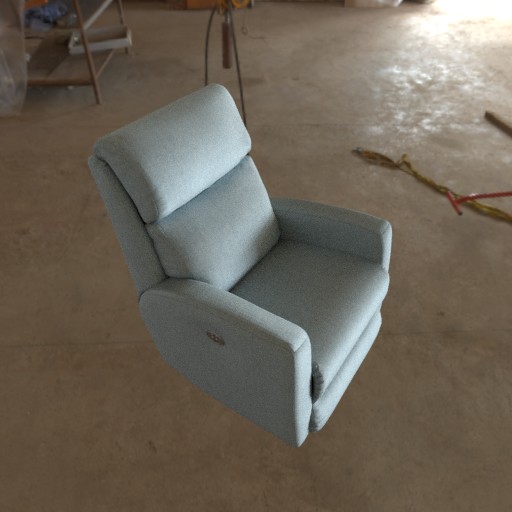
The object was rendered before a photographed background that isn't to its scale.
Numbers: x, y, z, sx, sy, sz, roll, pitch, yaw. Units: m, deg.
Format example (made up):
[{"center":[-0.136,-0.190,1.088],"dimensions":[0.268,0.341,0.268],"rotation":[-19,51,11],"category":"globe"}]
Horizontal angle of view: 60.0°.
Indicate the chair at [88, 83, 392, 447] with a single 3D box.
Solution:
[{"center":[0.000,0.000,1.693],"dimensions":[0.940,1.016,0.794],"rotation":[24,47,25],"category":"chair"}]
